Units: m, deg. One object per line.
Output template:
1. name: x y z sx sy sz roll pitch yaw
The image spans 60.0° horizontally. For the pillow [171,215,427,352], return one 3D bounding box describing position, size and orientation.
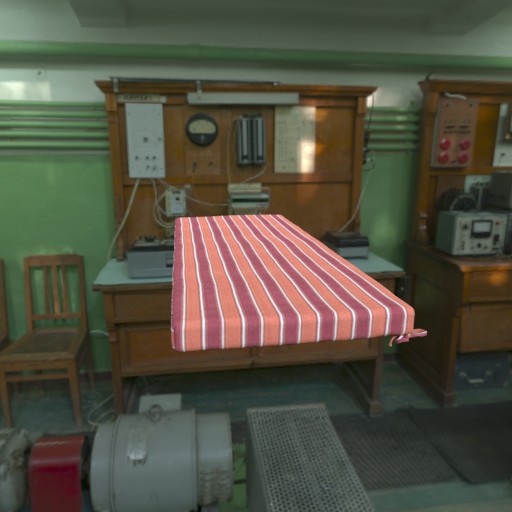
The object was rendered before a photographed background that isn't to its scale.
1. pillow: 0.000 0.000 1.346 0.492 0.081 1.187 -2 14 -9
